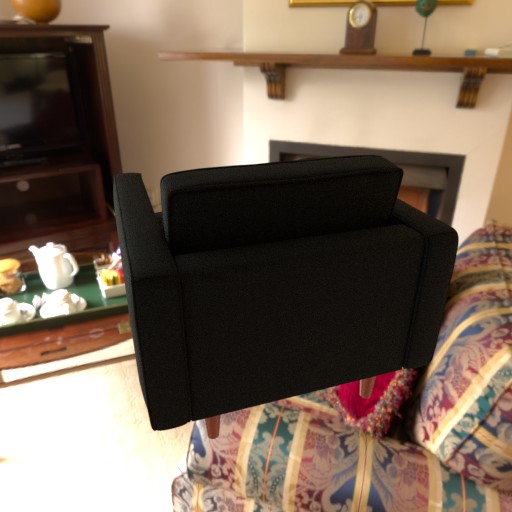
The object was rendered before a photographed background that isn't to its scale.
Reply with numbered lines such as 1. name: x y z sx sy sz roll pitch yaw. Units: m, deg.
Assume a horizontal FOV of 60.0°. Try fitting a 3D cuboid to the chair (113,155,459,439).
1. chair: 0.000 0.000 1.554 0.899 0.770 0.920 -8 27 -16
